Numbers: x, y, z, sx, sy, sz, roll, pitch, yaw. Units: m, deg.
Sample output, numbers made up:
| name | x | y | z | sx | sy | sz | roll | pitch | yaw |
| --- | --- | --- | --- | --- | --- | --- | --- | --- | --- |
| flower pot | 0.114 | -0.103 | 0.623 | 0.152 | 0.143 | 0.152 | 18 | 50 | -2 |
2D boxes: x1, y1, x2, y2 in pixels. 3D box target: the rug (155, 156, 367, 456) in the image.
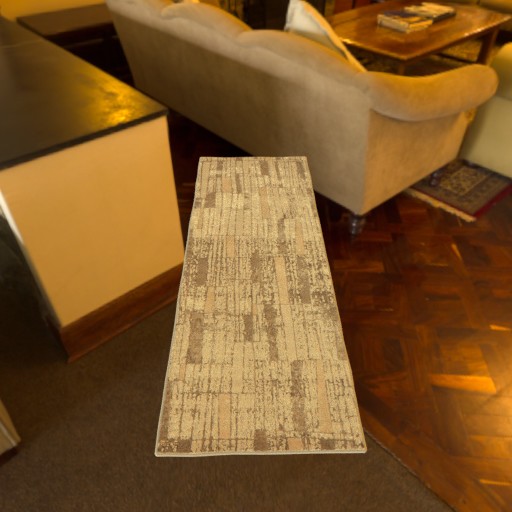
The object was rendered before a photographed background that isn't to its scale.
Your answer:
| name | x | y | z | sx | sy | sz | roll | pitch | yaw |
| --- | --- | --- | --- | --- | --- | --- | --- | --- | --- |
| rug | 0.000 | 0.000 | 2.652 | 0.857 | 0.018 | 2.383 | -1 | 42 | -1 |
